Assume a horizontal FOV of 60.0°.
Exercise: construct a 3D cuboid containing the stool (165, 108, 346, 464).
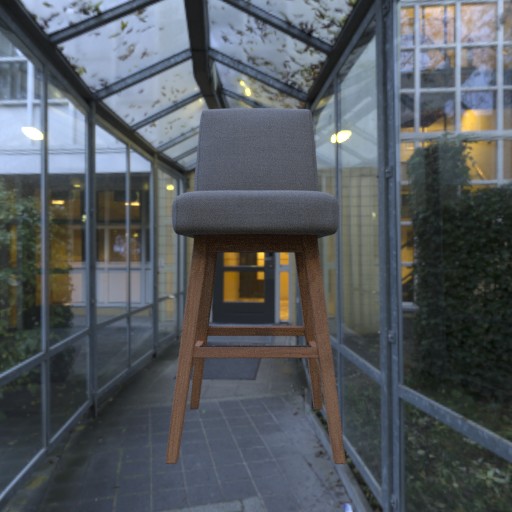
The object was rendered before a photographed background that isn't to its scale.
[{"bbox_3d":[0.000,0.000,1.428,0.483,1.112,0.570,0,0,0],"label":"stool"}]
